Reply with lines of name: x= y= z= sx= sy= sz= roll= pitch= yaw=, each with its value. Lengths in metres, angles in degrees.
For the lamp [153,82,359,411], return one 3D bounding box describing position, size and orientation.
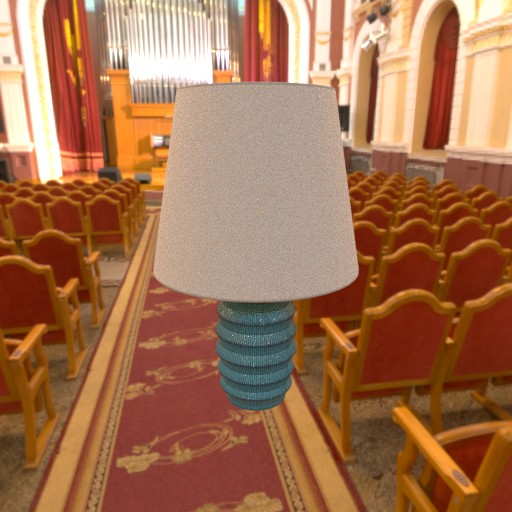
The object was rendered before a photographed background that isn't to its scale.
lamp: x=0.000 y=0.000 z=0.558 sx=0.254 sy=0.392 sz=0.254 roll=0 pitch=16 yaw=0
